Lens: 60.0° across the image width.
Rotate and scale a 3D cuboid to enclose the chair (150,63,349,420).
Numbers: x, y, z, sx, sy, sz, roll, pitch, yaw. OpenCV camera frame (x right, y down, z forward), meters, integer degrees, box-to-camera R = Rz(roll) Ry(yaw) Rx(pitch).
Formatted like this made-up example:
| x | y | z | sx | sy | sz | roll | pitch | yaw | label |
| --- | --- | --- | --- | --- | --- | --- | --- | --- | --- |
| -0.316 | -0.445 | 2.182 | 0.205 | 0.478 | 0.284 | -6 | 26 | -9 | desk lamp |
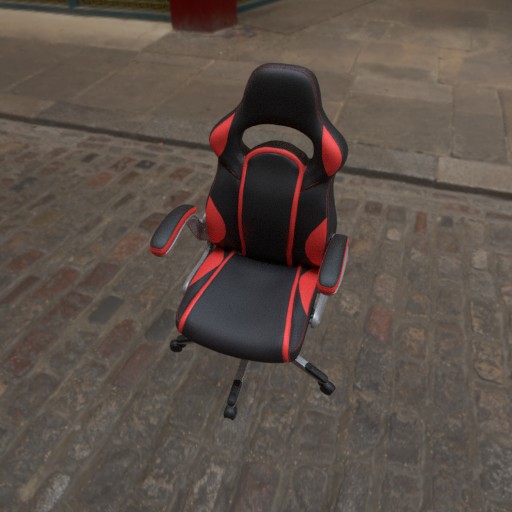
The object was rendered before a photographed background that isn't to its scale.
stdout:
| x | y | z | sx | sy | sz | roll | pitch | yaw | label |
| --- | --- | --- | --- | --- | --- | --- | --- | --- | --- |
| 0.000 | 0.000 | 1.627 | 0.758 | 1.165 | 0.712 | 12 | 43 | 13 | chair |
